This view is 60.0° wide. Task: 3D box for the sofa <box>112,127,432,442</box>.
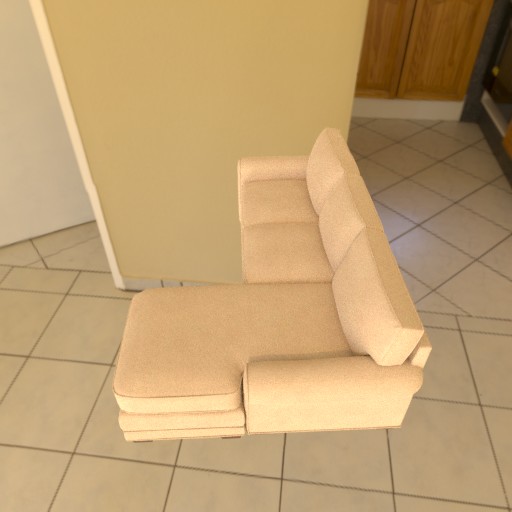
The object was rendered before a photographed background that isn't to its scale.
[{"bbox_3d":[0.000,0.000,2.359,1.226,0.734,1.770,-2,41,-2],"label":"sofa"}]
